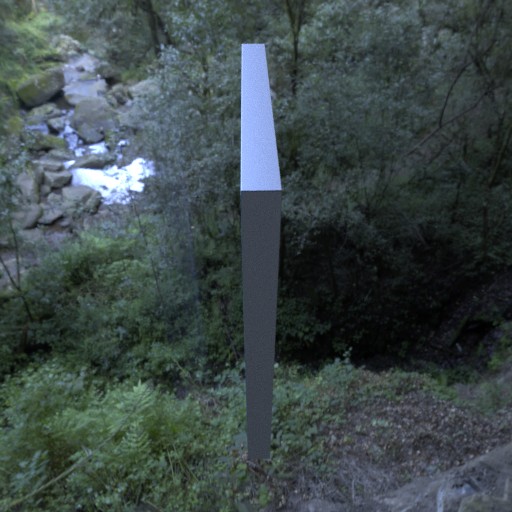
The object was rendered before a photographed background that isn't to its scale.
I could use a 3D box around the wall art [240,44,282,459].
[{"bbox_3d":[0.000,0.000,0.758,0.039,0.553,0.445,-1,42,-1],"label":"wall art"}]
